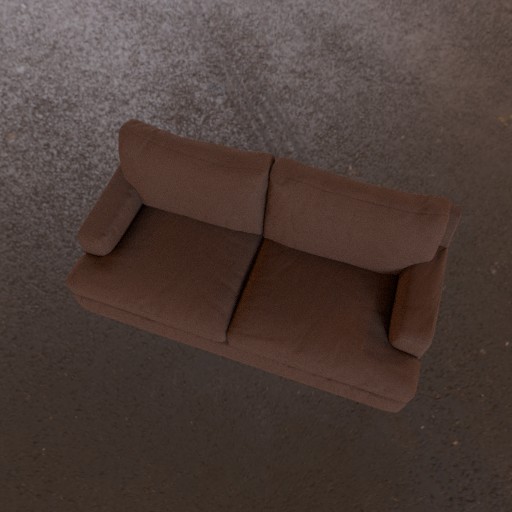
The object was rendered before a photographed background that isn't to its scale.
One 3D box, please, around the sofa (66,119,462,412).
[{"bbox_3d":[0.000,0.000,2.828,2.274,0.950,1.140,16,60,10],"label":"sofa"}]
